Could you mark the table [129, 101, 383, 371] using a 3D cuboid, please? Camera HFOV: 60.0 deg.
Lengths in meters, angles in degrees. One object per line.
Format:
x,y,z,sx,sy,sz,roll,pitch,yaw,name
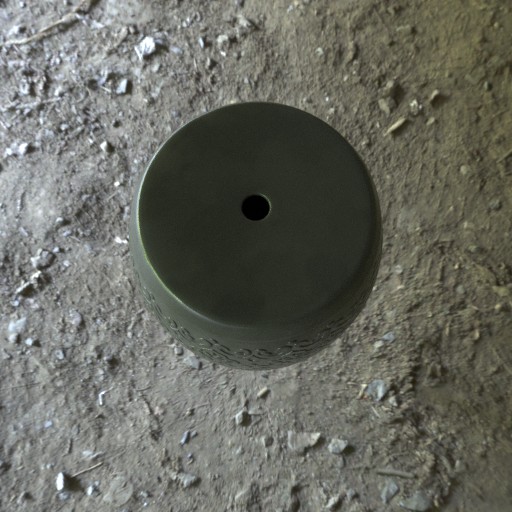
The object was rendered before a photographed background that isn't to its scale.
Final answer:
0.000,0.000,0.616,0.309,0.397,0.309,0,76,0,table
